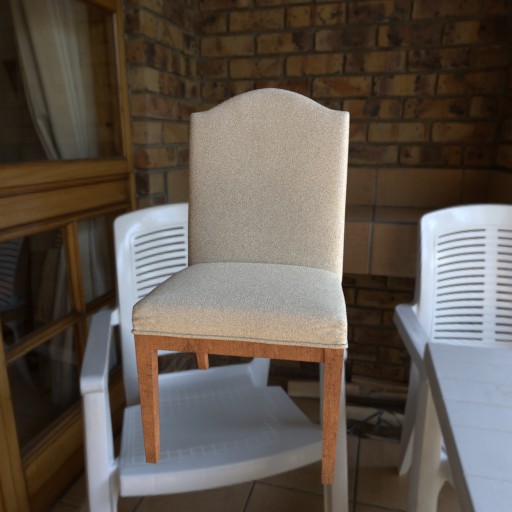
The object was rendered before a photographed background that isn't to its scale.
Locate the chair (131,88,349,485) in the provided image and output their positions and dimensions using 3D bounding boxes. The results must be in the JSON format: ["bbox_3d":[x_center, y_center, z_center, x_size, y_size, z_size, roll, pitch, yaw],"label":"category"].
[{"bbox_3d":[0.000,0.000,1.342,0.534,1.012,0.648,2,15,9],"label":"chair"}]
